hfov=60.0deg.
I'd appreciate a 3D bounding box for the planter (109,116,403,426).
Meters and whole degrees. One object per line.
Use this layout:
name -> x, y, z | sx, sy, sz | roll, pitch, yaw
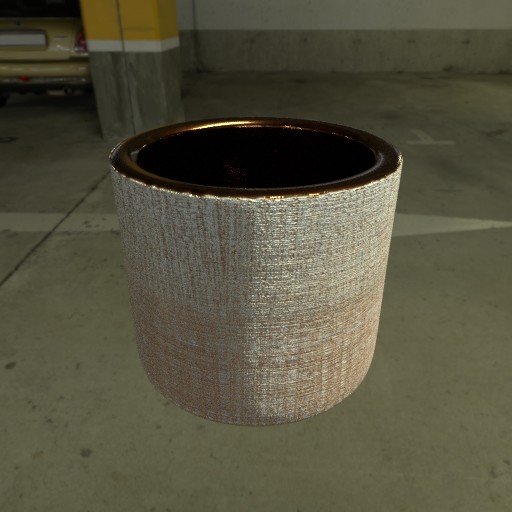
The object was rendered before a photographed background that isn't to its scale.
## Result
planter -> 0.000, 0.000, 0.310 | 0.177, 0.157, 0.177 | 0, 29, 0
